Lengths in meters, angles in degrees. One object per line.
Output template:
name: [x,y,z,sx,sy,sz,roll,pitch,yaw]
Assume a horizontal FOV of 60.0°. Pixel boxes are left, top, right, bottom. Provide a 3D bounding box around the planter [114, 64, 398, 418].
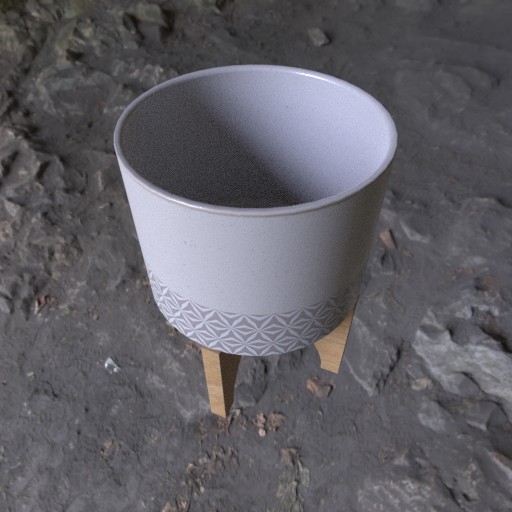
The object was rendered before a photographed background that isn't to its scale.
planter: [0.000,0.000,0.393,0.188,0.260,0.188,0,46,0]
